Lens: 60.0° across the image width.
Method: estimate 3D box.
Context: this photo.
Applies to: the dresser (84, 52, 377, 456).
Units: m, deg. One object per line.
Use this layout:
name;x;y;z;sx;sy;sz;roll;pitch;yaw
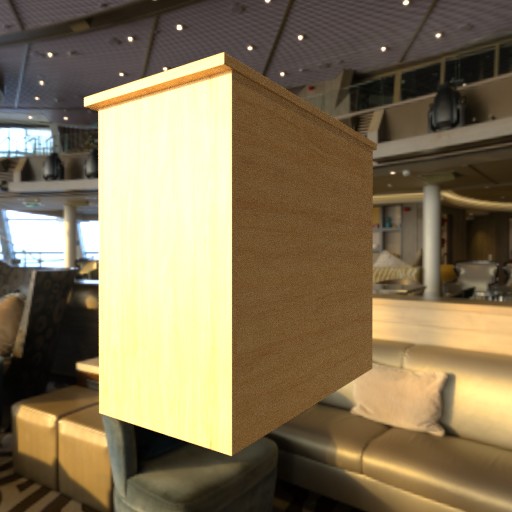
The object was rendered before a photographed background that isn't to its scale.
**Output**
dresser;0.000;0.000;1.234;0.410;0.730;0.800;0;0;34
